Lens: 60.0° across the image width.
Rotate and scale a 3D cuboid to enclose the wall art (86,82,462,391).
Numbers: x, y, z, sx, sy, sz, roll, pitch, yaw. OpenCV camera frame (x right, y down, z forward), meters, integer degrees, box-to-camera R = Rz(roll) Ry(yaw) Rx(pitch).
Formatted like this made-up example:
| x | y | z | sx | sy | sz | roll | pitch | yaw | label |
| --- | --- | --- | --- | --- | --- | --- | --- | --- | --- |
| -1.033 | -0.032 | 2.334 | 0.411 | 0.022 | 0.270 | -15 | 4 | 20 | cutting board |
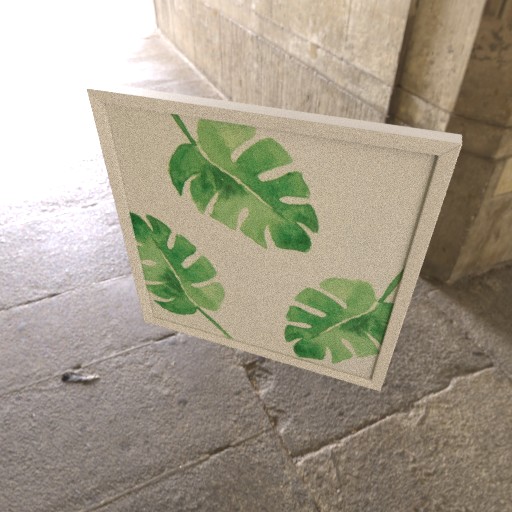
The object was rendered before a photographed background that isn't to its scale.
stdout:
| x | y | z | sx | sy | sz | roll | pitch | yaw | label |
| --- | --- | --- | --- | --- | --- | --- | --- | --- | --- |
| 0.000 | 0.000 | 1.118 | 0.762 | 0.762 | 0.040 | 13 | 43 | 15 | wall art |
